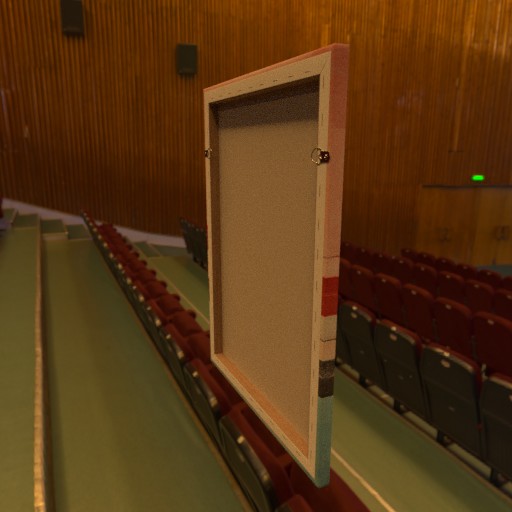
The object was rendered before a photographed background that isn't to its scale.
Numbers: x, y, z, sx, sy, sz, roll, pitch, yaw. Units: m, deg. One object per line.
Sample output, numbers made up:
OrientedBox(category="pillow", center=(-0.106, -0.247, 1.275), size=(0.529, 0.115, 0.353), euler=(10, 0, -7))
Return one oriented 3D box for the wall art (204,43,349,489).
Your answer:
OrientedBox(category="wall art", center=(0.000, 0.000, 1.315), size=(0.039, 1.016, 0.761), euler=(-7, 15, -25))
